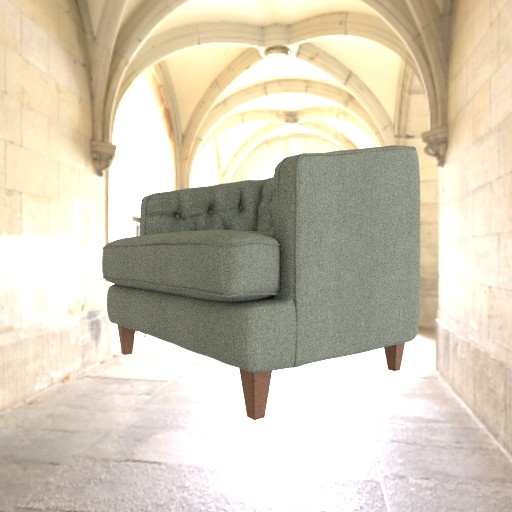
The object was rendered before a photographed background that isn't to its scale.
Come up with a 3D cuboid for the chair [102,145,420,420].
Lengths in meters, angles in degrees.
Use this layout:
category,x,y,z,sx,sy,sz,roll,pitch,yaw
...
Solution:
category,x,y,z,sx,sy,sz,roll,pitch,yaw
chair,0.000,0.000,1.760,0.945,0.852,1.094,0,0,-37
